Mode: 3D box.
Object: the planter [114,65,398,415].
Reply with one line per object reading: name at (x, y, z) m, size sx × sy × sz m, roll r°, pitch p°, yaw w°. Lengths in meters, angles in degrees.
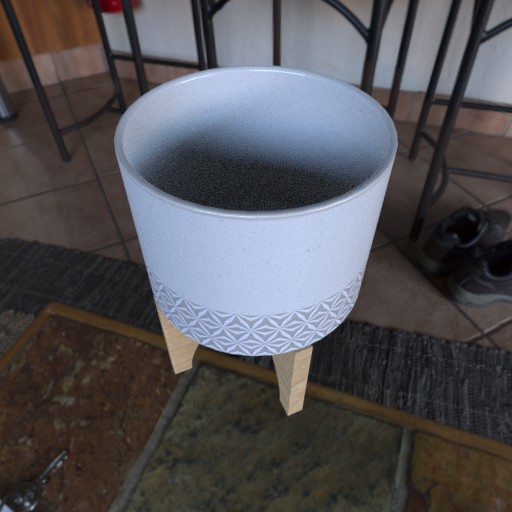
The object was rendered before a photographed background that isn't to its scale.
planter at (0.000, 0.000, 0.521) m, size 0.249 × 0.343 × 0.249 m, roll 0°, pitch 46°, yaw 0°
